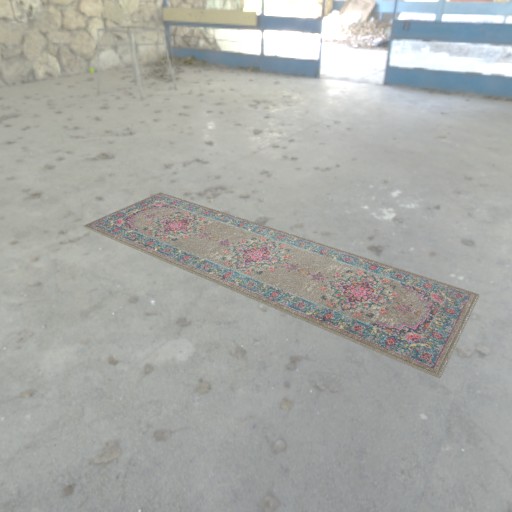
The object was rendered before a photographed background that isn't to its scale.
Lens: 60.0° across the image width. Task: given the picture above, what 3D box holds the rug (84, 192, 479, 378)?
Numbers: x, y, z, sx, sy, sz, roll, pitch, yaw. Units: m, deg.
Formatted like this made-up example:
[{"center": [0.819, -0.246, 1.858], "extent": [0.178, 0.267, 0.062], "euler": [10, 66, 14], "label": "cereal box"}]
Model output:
[{"center": [0.000, 0.000, 2.050], "extent": [1.827, 0.012, 0.553], "euler": [20, 36, 30], "label": "rug"}]
